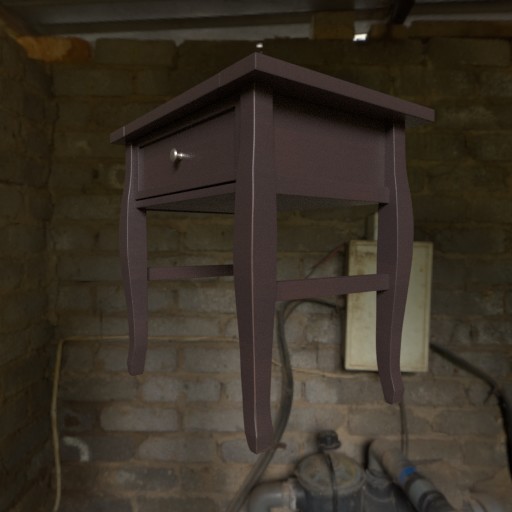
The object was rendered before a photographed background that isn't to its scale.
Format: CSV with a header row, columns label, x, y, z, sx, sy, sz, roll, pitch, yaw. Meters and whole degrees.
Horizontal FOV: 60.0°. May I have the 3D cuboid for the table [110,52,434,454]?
label,x,y,z,sx,sy,sz,roll,pitch,yaw
table,0.000,0.000,1.015,0.460,0.605,0.602,-1,2,-37
